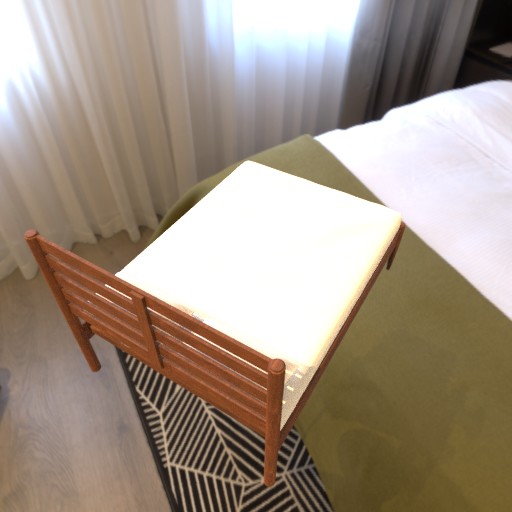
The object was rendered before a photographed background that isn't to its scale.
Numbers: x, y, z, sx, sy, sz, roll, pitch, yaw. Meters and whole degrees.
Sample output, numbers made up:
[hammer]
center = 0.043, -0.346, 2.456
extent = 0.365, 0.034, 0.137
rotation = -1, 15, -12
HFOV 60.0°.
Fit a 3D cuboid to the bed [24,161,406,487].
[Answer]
[bed]
center = 0.000, 0.000, 3.051
extent = 1.509, 1.304, 2.093
rotation = 24, 50, 22
